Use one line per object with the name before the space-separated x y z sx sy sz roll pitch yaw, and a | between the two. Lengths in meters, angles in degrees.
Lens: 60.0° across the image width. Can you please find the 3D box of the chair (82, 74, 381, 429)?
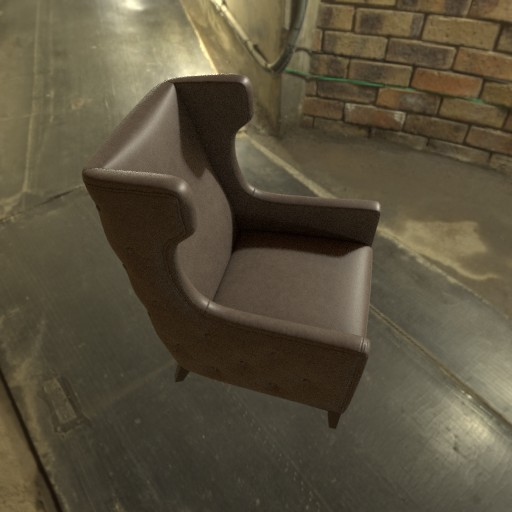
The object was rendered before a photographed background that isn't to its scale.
chair | 0.000 0.000 1.673 0.899 1.079 0.769 10 47 10
